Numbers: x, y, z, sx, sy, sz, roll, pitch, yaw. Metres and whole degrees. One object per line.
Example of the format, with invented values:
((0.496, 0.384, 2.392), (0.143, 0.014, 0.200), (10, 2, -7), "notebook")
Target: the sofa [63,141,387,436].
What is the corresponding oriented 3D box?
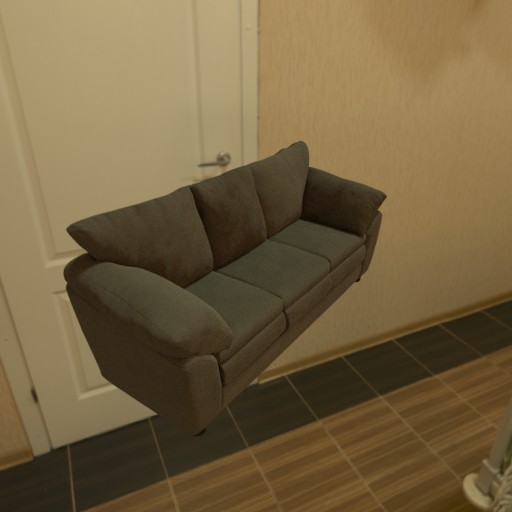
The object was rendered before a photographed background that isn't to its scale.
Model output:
((0.000, 0.000, 2.945), (0.878, 1.073, 2.336), (19, 33, 32), "sofa")
